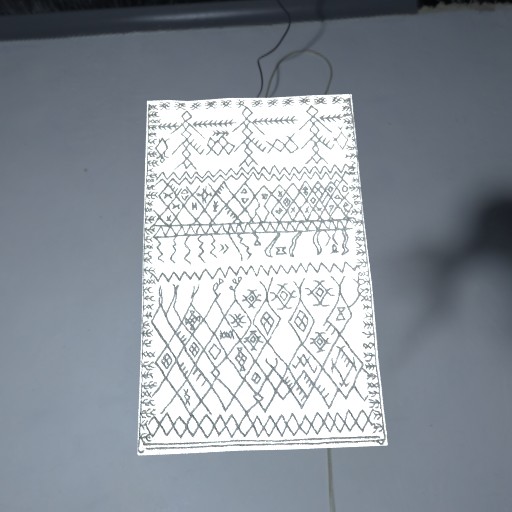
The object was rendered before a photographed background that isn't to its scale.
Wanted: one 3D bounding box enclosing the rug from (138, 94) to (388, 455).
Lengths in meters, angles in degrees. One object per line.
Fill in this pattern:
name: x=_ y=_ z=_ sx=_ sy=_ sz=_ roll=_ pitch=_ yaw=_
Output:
rug: x=0.000 y=0.000 z=3.006 sx=1.530 sy=0.012 sz=2.444 roll=-2 pitch=75 yaw=-1
